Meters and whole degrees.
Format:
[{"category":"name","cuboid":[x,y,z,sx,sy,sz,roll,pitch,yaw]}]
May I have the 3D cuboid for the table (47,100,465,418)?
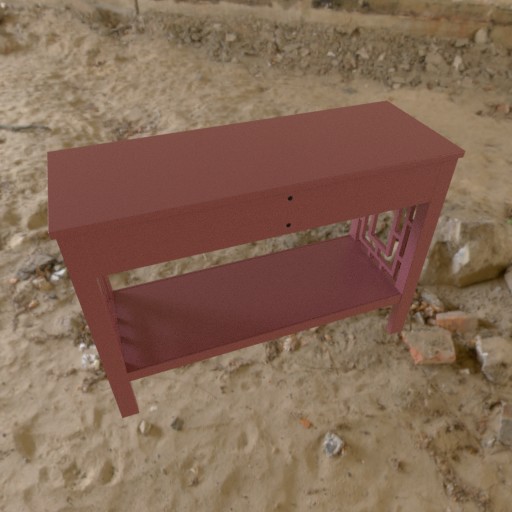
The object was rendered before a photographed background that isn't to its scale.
[{"category":"table","cuboid":[0.000,0.000,1.449,1.068,0.753,0.397,-13,42,-15]}]
